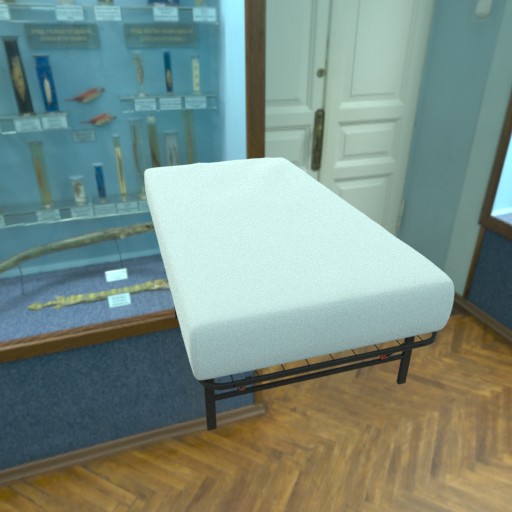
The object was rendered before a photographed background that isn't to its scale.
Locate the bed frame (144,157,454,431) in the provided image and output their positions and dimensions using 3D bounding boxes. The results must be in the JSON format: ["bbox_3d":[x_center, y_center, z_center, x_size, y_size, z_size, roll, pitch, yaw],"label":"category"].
[{"bbox_3d":[0.000,0.000,2.444,1.025,0.640,1.908,-8,28,-15],"label":"bed frame"}]
